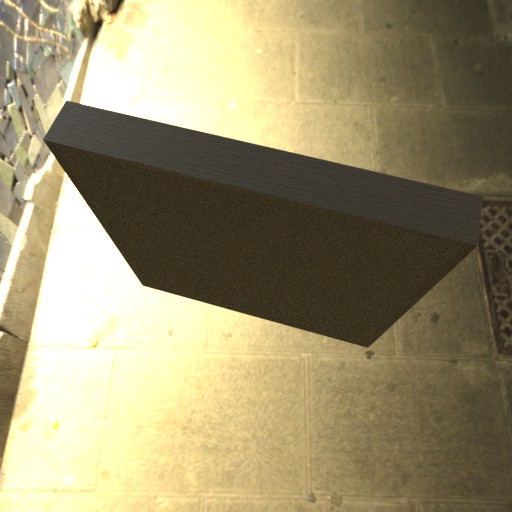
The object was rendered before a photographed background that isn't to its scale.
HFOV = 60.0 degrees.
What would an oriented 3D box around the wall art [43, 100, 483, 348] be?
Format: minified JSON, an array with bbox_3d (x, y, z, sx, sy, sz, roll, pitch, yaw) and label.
[{"bbox_3d":[0.000,0.000,0.444,0.304,0.303,0.038,15,67,6],"label":"wall art"}]
